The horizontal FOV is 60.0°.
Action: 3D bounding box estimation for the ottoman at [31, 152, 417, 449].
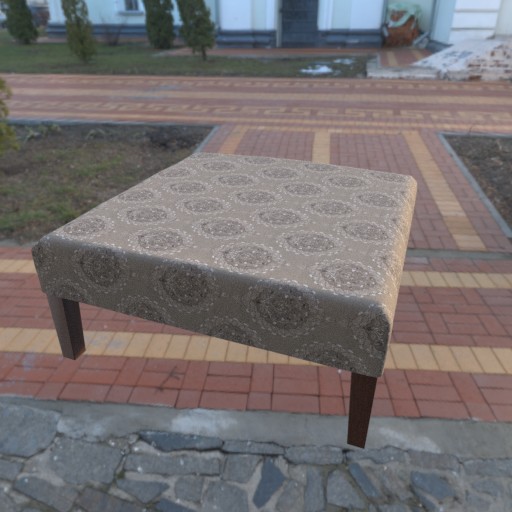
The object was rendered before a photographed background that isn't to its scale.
[{"bbox_3d":[0.000,0.000,1.413,0.890,0.411,0.889,11,31,18],"label":"ottoman"}]
